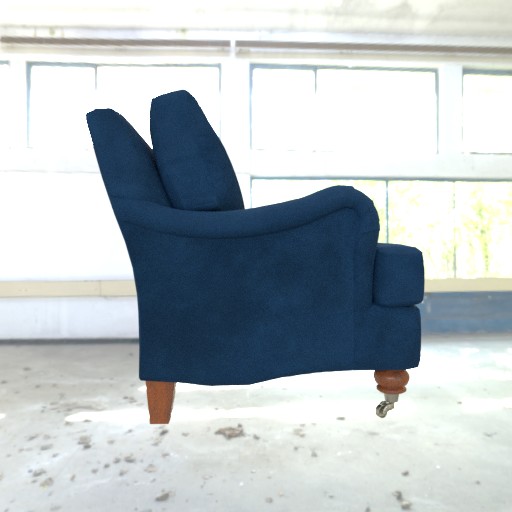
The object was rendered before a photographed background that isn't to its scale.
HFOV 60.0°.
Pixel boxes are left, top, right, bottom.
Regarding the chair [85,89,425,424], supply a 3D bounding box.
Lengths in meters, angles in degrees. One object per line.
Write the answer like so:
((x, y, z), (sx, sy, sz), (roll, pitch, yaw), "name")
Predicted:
((0.000, 0.000, 1.781), (1.078, 1.076, 0.895), (0, 0, -2), "chair")
